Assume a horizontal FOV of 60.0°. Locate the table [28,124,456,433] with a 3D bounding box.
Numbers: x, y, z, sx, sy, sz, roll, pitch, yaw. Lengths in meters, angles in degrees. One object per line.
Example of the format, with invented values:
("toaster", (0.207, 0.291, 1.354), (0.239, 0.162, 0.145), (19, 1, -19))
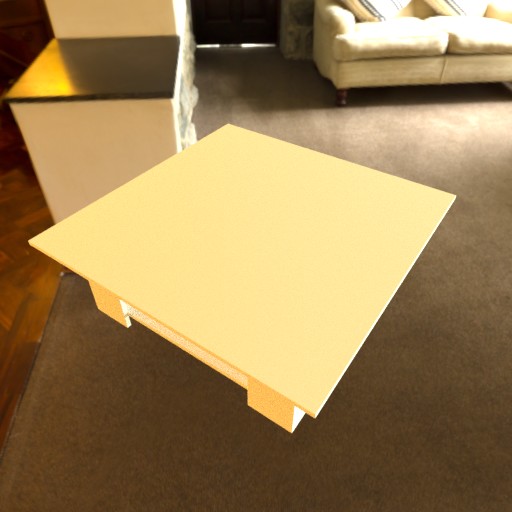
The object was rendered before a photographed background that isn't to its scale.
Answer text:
("table", (0.000, 0.000, 1.388), (0.890, 0.305, 0.890), (25, 47, 25))
